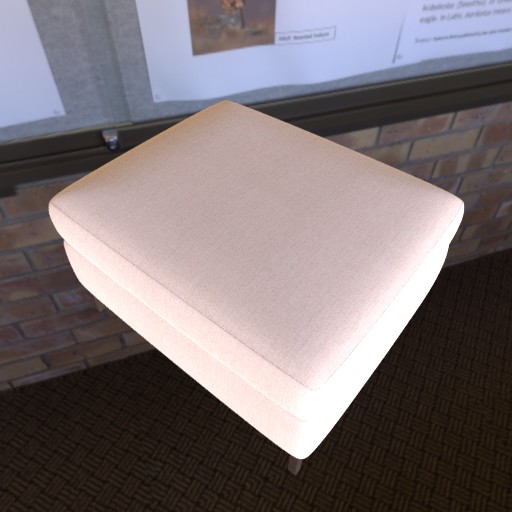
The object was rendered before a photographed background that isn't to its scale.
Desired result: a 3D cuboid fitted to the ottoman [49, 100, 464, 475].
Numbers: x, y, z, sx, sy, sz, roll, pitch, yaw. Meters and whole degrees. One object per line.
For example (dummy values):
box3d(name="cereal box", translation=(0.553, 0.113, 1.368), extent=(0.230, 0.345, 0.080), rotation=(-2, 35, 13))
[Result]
box3d(name="ottoman", translation=(0.000, 0.000, 1.164), extent=(0.794, 0.453, 0.657), rotation=(31, 54, 26))
